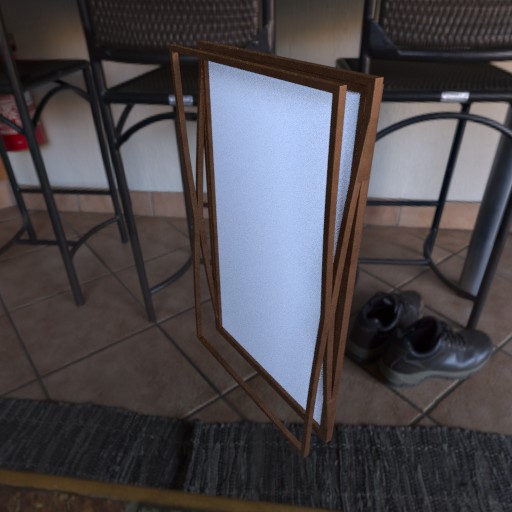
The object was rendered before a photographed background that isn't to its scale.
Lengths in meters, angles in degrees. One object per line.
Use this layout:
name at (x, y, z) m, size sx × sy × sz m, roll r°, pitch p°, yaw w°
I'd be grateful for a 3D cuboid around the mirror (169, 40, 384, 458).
mirror at (0.000, 0.000, 0.929) m, size 0.082 × 0.768 × 0.468 m, roll -21°, pitch 38°, yaw -30°
